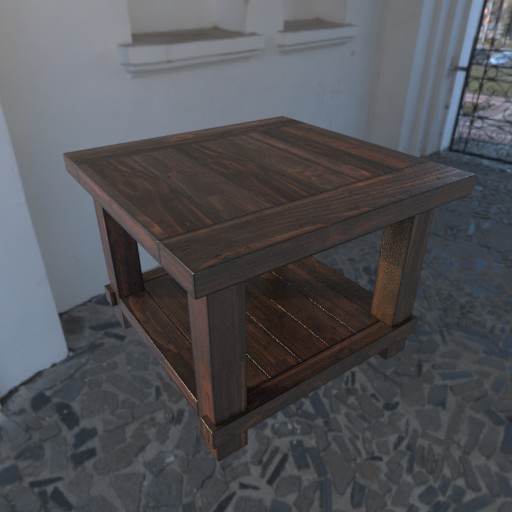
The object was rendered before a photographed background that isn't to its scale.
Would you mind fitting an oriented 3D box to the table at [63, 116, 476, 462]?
[{"bbox_3d":[0.000,0.000,1.009,0.606,0.437,0.593,-20,36,-30],"label":"table"}]
